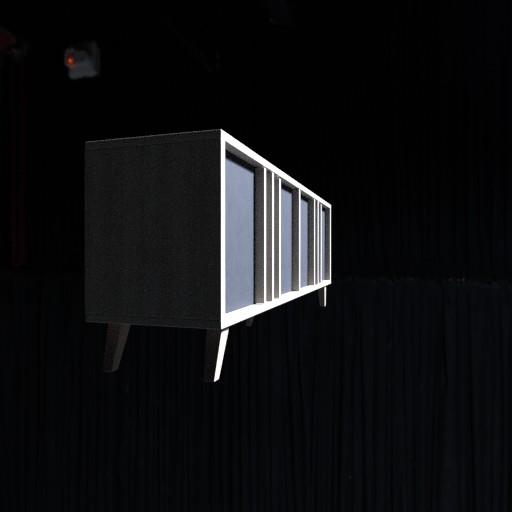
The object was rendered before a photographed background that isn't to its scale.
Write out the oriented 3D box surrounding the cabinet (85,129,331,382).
[{"bbox_3d":[0.000,0.000,2.465,0.499,0.779,2.198,0,0,18],"label":"cabinet"}]
